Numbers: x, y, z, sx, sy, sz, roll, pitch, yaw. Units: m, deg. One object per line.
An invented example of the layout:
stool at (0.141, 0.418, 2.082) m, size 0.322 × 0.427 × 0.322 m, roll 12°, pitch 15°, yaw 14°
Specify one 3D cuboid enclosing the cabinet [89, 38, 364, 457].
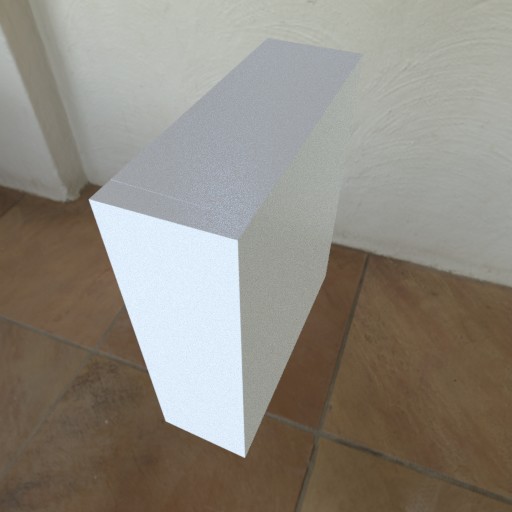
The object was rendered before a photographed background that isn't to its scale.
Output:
cabinet at (0.000, 0.000, 1.629) m, size 0.348 × 1.150 × 0.990 m, roll 18°, pitch 49°, yaw 16°
